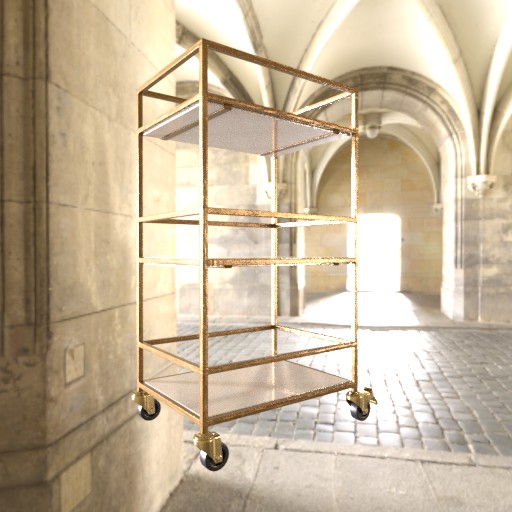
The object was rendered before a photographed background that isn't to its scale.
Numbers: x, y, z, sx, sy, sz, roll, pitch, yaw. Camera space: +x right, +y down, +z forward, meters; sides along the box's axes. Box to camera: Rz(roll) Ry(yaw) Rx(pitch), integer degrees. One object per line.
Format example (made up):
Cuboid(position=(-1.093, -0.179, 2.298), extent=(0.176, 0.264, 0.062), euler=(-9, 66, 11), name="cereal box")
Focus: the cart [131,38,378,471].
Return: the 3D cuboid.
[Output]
Cuboid(position=(0.000, 0.000, 1.028), extent=(0.483, 0.761, 0.332), euler=(0, 1, -36), name="cart")
